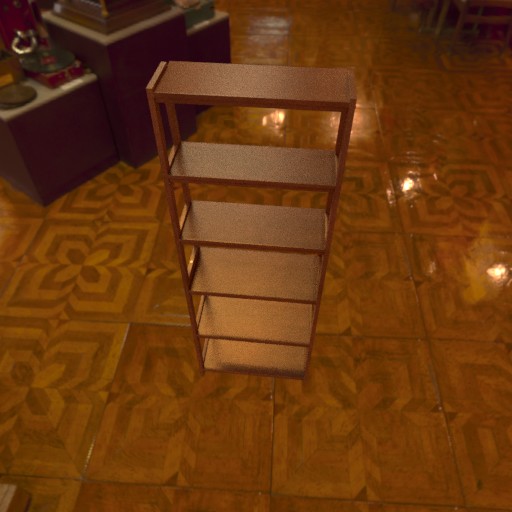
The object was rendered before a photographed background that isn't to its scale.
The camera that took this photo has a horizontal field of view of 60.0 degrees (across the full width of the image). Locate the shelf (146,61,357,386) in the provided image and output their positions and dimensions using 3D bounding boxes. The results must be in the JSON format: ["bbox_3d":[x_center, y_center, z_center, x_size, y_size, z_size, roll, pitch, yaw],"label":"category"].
[{"bbox_3d":[0.000,0.000,2.191,0.660,1.892,0.382,4,48,4],"label":"shelf"}]
